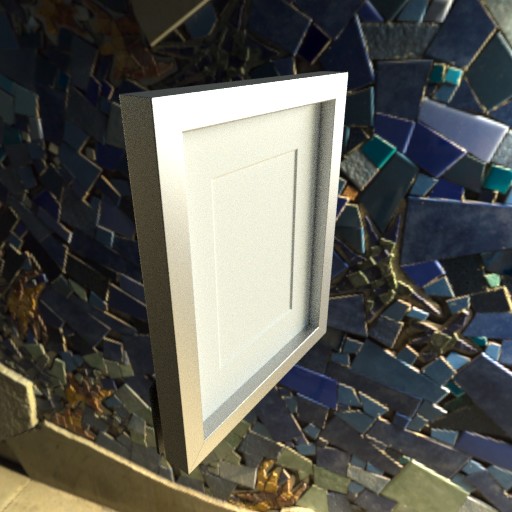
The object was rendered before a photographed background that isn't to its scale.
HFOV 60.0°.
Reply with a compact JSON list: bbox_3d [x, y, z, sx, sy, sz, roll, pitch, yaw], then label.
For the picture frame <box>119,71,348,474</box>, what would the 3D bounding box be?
[{"bbox_3d":[0.000,0.000,0.382,0.036,0.282,0.233,17,31,31],"label":"picture frame"}]
